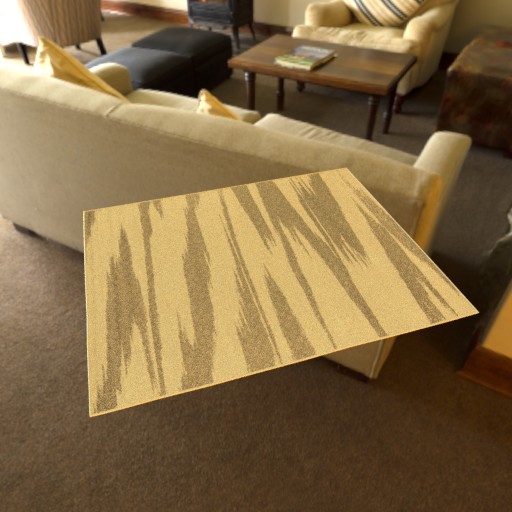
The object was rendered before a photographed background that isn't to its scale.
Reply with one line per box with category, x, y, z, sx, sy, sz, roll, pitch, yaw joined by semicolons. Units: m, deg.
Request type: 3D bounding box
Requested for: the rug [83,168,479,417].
rug;0.000;0.000;3.984;2.945;0.014;2.353;-12;42;-13
